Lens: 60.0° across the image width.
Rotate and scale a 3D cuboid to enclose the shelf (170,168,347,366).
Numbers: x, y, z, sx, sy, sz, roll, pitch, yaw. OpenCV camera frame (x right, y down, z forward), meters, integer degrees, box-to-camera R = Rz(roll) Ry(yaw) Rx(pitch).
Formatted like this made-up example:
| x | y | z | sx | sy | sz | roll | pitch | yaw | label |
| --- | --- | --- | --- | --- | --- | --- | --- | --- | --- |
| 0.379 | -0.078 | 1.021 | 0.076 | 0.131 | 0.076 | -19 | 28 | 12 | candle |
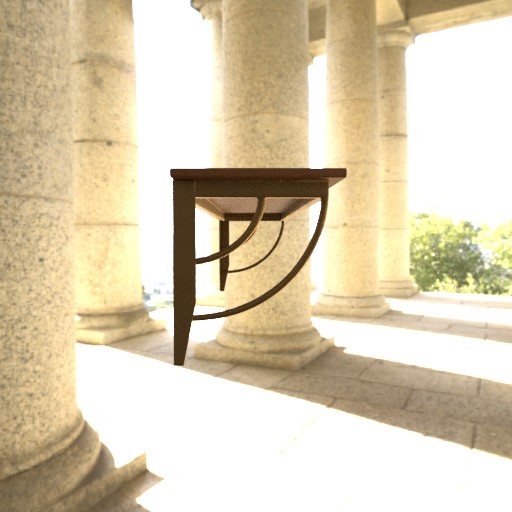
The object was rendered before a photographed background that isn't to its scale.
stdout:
| x | y | z | sx | sy | sz | roll | pitch | yaw | label |
| --- | --- | --- | --- | --- | --- | --- | --- | --- | --- |
| 0.000 | 0.000 | 0.735 | 0.166 | 0.190 | 0.636 | 0 | 2 | 0 | shelf |
